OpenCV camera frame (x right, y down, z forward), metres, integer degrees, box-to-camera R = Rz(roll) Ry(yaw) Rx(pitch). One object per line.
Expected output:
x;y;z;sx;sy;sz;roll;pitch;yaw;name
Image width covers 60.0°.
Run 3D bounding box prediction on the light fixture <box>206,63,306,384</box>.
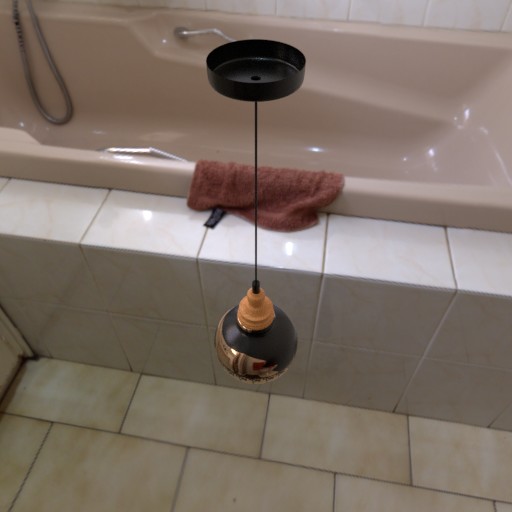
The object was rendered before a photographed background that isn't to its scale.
0.000;0.000;1.816;0.430;1.606;0.430;9;48;8;light fixture
